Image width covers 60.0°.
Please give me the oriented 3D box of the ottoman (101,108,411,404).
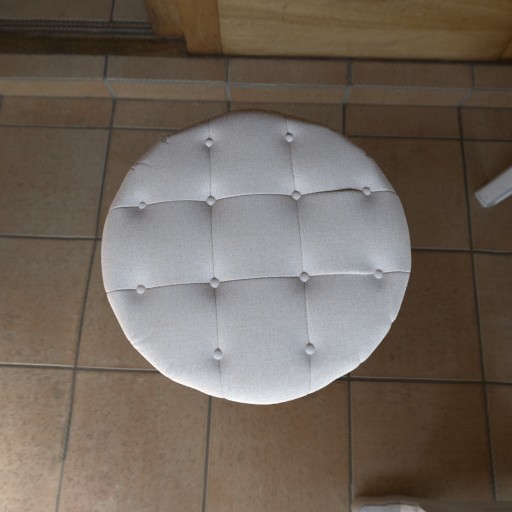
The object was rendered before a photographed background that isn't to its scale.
[{"bbox_3d":[0.000,0.000,1.498,0.940,0.483,0.940,0,75,0],"label":"ottoman"}]
